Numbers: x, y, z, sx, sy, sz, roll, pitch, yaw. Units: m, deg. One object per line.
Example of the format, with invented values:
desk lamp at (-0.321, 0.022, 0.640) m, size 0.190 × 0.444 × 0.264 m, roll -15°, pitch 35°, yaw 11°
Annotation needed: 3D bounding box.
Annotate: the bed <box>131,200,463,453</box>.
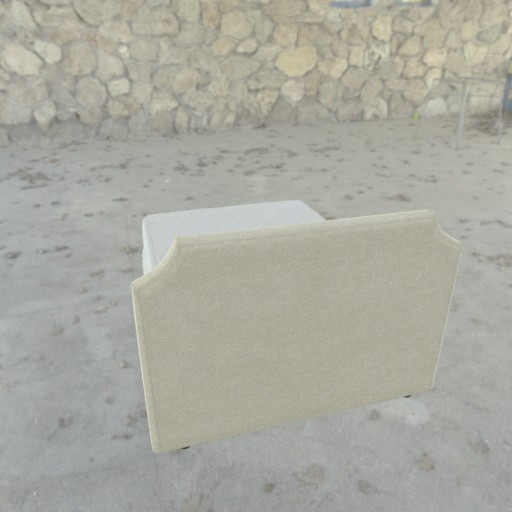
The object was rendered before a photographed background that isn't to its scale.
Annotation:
bed at (0.000, 0.000, 3.362) m, size 1.828 × 1.297 × 2.164 m, roll -7°, pitch 27°, yaw -15°
